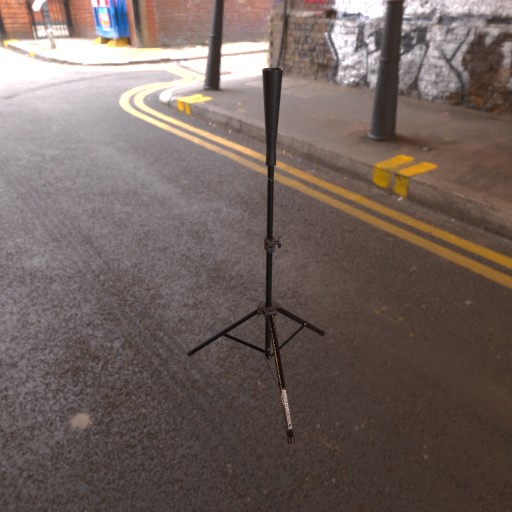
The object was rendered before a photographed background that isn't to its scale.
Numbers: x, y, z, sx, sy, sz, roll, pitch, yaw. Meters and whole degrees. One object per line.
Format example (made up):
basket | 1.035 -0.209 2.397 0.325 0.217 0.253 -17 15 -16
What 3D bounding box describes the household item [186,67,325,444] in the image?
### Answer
household item | 0.000 0.000 1.374 0.559 1.067 0.559 1 30 2
